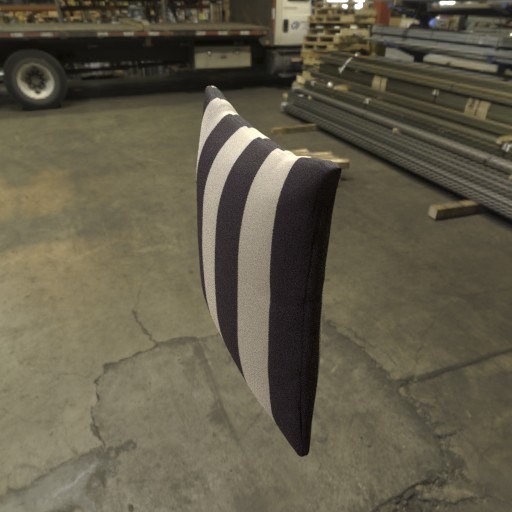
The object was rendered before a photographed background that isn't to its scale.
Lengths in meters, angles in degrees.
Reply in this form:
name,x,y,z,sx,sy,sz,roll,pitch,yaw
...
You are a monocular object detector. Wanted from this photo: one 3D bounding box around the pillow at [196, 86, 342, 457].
name,x,y,z,sx,sy,sz,roll,pitch,yaw
pillow,0.000,0.000,0.828,0.189,0.526,0.536,-11,32,-18
